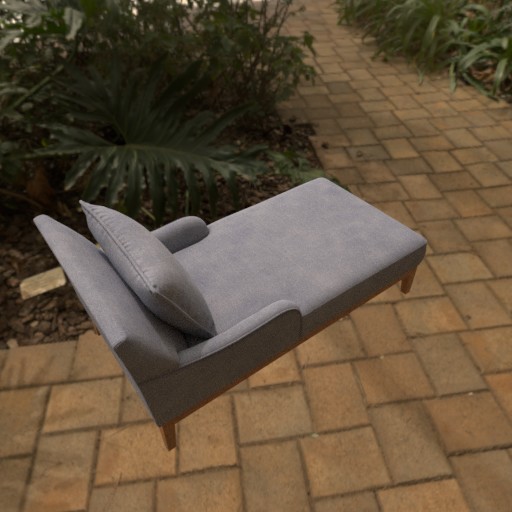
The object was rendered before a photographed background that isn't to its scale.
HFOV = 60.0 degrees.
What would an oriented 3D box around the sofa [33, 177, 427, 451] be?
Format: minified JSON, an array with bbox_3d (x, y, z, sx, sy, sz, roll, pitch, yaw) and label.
[{"bbox_3d":[0.000,0.000,2.311,1.779,0.883,0.904,-26,47,-27],"label":"sofa"}]
